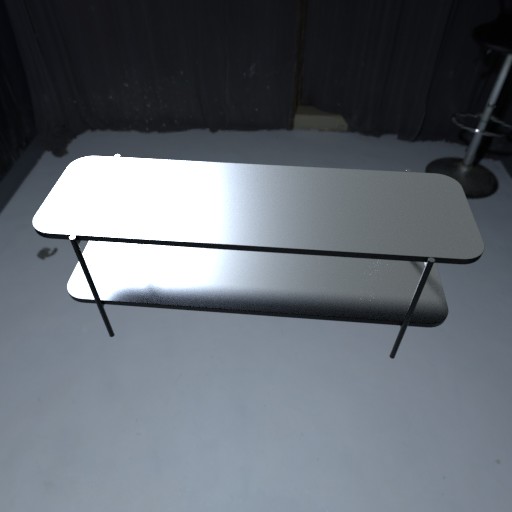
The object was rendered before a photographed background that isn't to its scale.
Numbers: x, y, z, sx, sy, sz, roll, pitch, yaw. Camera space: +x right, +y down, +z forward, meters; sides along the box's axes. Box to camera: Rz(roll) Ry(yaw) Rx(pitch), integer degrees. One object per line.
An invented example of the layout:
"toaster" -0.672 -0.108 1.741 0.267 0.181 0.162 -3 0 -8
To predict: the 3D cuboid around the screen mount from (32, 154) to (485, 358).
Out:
"screen mount" 0.000 0.000 1.421 1.200 0.447 0.400 4 46 4
